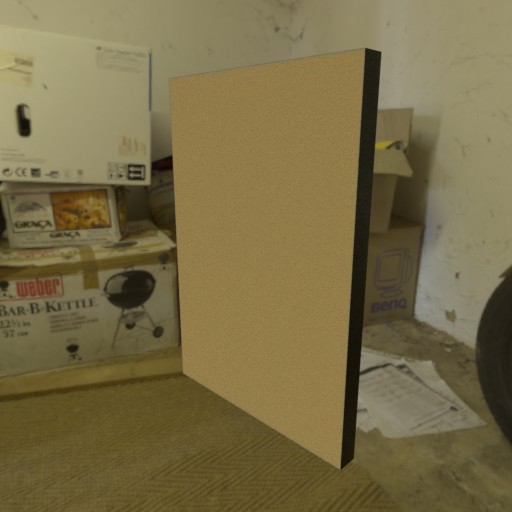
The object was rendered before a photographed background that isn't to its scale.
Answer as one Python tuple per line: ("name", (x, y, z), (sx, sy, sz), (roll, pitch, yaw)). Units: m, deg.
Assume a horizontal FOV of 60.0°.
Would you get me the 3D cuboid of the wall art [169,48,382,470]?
("wall art", (0.000, 0.000, 0.579), (0.031, 0.457, 0.313), (-15, 21, -43))
